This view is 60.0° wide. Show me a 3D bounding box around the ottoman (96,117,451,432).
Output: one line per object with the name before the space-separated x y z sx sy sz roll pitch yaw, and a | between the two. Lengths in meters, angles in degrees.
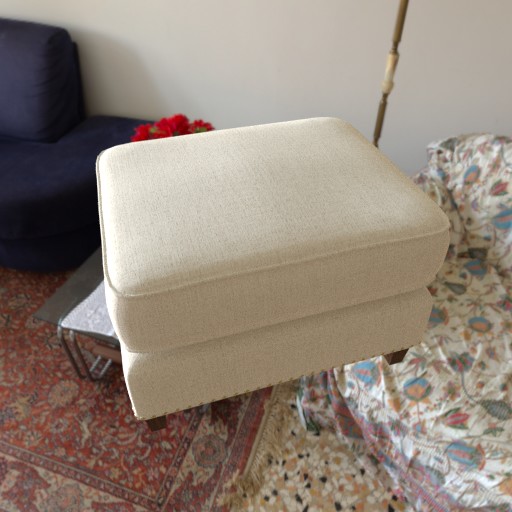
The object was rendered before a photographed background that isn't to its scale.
ottoman | 0.000 0.000 1.161 0.738 0.537 0.589 -12 43 -13
